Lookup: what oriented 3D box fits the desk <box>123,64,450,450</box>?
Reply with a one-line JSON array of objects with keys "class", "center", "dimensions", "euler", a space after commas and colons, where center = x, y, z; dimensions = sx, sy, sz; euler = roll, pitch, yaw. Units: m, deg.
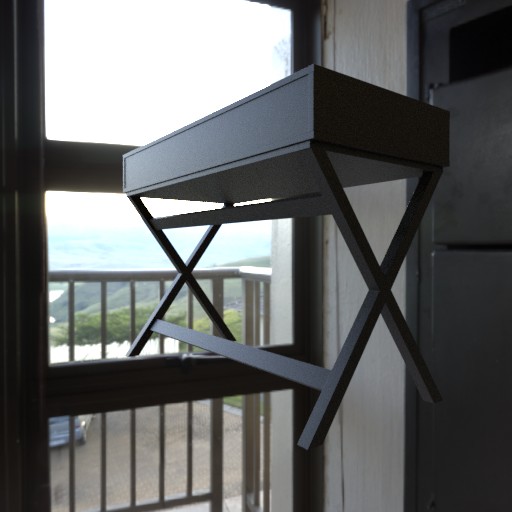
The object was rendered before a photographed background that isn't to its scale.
[{"class": "desk", "center": [0.000, 0.000, 1.461], "dimensions": [0.504, 0.780, 1.057], "euler": [-1, 1, -37]}]
